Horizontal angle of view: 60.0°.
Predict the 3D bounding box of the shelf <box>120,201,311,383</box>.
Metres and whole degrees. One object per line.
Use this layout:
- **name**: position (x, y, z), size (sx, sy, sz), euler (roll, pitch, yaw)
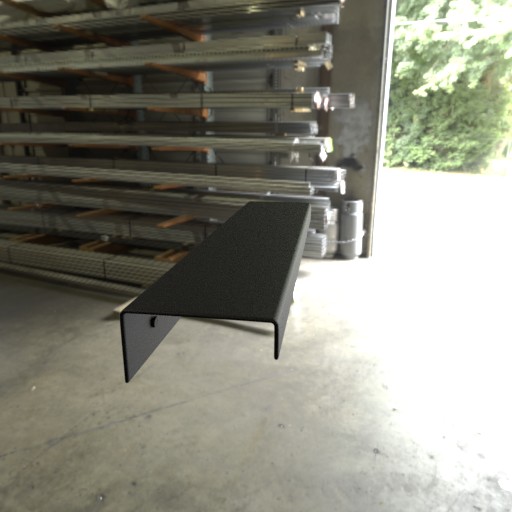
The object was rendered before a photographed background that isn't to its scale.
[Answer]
- **shelf**: position (0.000, 0.000, 0.493), size (0.102, 0.053, 0.456), euler (3, 16, 9)
